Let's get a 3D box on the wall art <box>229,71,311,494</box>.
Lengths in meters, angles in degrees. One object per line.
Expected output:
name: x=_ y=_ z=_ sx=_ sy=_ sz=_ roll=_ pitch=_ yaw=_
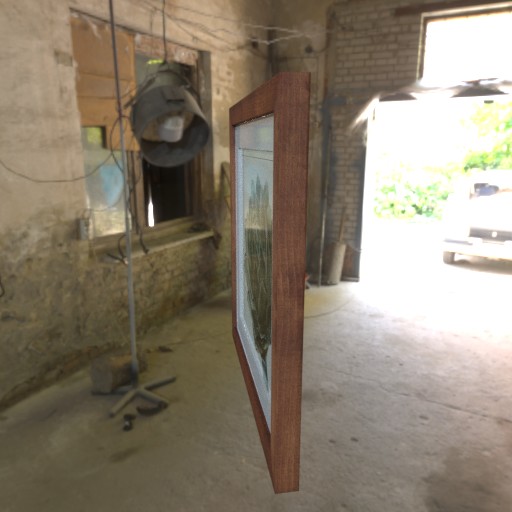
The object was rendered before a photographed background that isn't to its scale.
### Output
wall art: x=0.000 y=0.000 z=0.840 sx=0.037 sy=0.572 sz=0.554 roll=-2 pitch=14 yaw=-9
